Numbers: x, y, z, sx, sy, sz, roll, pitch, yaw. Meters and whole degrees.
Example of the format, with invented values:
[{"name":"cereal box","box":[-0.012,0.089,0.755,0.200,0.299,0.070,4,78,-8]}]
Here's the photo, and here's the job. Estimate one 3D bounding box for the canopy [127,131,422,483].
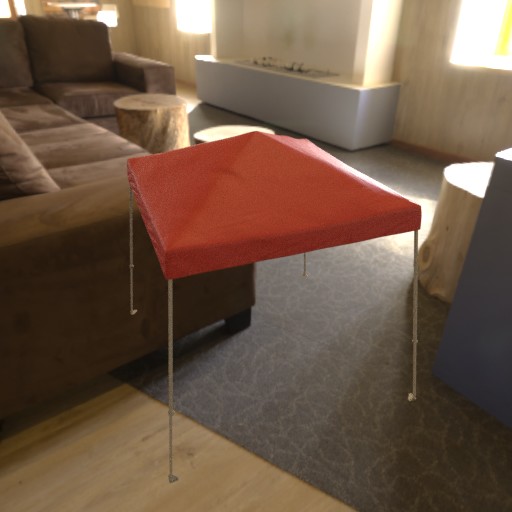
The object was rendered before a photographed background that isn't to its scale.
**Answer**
[{"name":"canopy","box":[0.000,0.000,6.411,3.599,3.600,3.600,-11,32,-18]}]
